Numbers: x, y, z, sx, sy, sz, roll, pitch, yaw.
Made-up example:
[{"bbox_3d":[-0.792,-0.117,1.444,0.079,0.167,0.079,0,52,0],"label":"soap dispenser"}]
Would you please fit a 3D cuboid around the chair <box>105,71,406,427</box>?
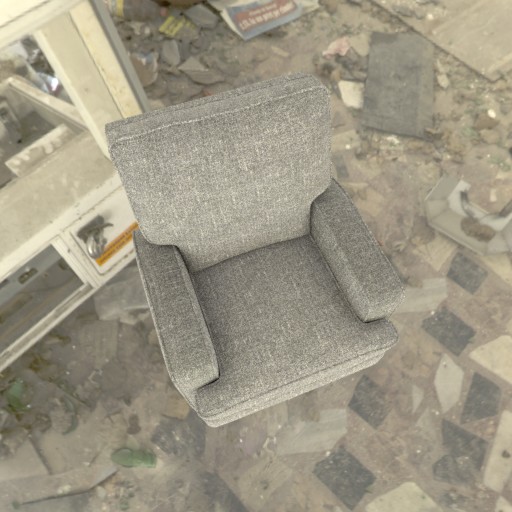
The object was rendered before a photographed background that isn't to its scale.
[{"bbox_3d":[0.000,0.000,1.666,0.861,0.962,0.964,-19,64,-10],"label":"chair"}]
